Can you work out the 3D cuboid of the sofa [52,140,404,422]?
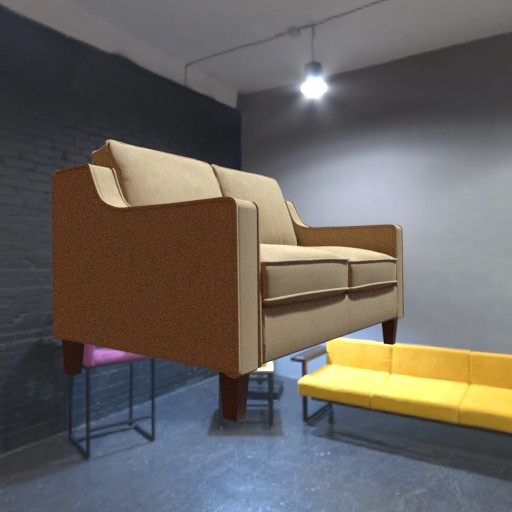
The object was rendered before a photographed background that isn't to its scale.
[{"bbox_3d":[0.000,0.000,2.129,0.987,0.971,1.501,0,0,36],"label":"sofa"}]
